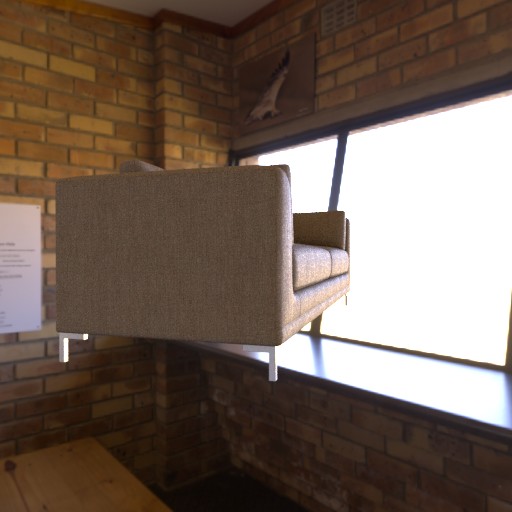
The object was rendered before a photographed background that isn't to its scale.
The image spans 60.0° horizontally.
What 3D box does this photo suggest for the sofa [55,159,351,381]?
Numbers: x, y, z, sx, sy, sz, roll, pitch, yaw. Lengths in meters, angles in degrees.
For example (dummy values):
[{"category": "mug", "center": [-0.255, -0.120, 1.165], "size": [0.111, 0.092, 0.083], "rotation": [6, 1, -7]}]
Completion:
[{"category": "sofa", "center": [0.000, 0.000, 2.820], "size": [0.969, 0.867, 2.415], "rotation": [0, 0, 18]}]
